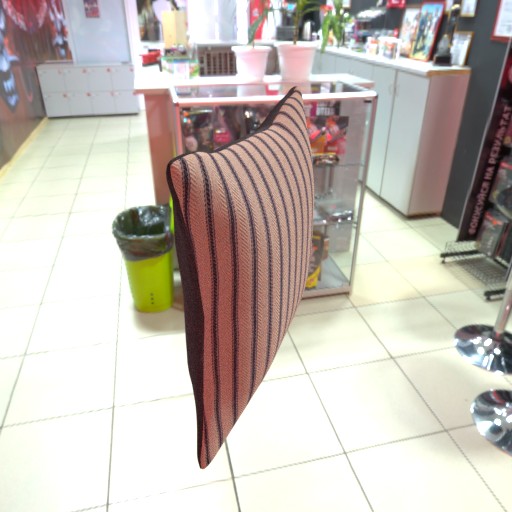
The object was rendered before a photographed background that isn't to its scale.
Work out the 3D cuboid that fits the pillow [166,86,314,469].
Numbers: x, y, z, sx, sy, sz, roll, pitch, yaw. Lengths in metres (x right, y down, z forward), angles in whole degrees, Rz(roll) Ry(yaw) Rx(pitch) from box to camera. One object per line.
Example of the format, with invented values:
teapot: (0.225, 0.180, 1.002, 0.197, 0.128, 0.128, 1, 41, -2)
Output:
pillow: (0.000, 0.000, 0.700, 0.138, 0.444, 0.468, 10, 31, 17)
